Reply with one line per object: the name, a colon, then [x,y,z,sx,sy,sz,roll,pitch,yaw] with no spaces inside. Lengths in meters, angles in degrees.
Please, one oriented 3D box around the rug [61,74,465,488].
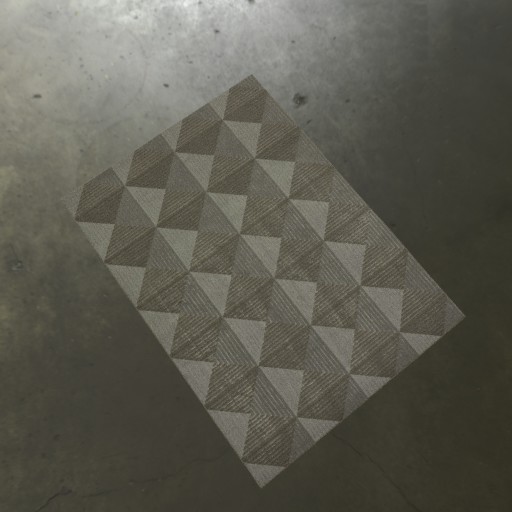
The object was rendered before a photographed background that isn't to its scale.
rug: [0.000,0.000,4.318,2.428,0.027,3.333,-36,78,-9]
